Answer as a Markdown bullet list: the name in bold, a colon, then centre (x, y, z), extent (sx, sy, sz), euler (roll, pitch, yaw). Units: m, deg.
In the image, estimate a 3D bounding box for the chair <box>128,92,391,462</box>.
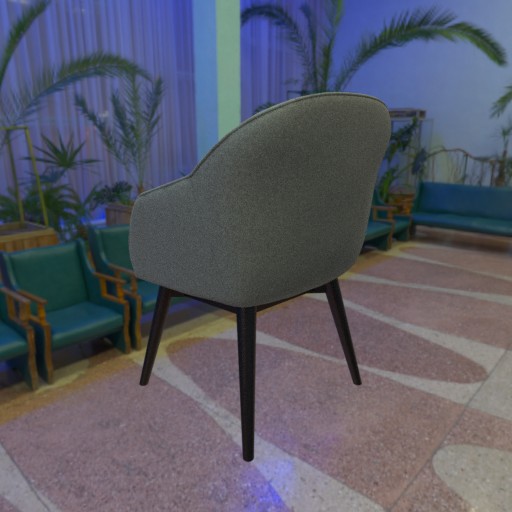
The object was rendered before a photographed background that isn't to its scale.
- **chair**: centre (0.000, 0.000, 1.226), extent (0.589, 0.810, 0.611), euler (-14, 21, -43)
